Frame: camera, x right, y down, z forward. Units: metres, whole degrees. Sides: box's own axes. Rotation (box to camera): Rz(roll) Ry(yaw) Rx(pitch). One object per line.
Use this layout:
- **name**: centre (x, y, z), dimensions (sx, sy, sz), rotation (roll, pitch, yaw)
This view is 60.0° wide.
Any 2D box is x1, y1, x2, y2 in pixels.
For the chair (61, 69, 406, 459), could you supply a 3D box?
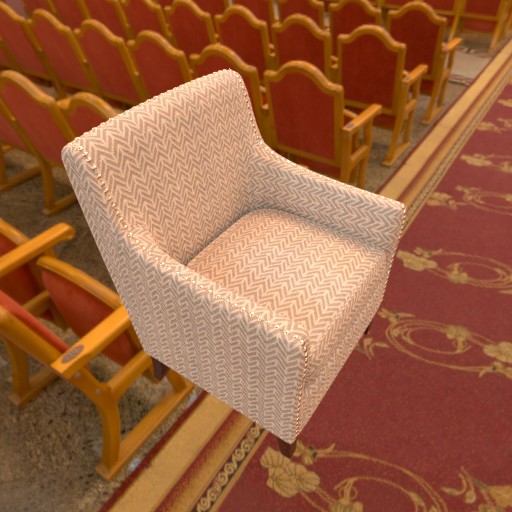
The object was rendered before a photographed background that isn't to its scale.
- **chair**: centre (0.000, 0.000, 1.290), dimensions (0.651, 0.816, 0.623), rotation (24, 47, 25)
